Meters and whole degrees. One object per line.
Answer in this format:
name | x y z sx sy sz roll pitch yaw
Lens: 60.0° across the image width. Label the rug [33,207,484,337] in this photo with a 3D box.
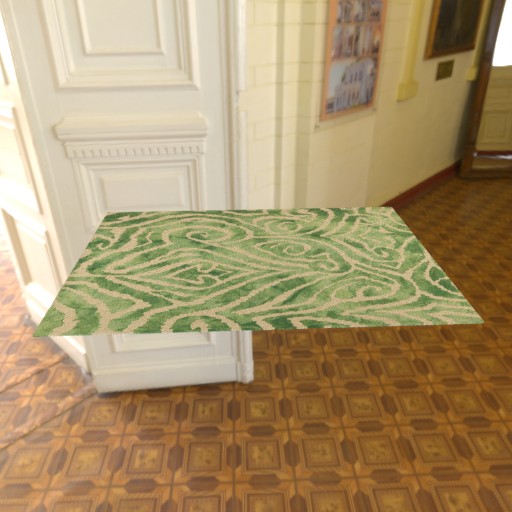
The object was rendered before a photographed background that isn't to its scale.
rug | 0.000 0.000 2.319 1.826 0.006 1.220 -1 29 -2
